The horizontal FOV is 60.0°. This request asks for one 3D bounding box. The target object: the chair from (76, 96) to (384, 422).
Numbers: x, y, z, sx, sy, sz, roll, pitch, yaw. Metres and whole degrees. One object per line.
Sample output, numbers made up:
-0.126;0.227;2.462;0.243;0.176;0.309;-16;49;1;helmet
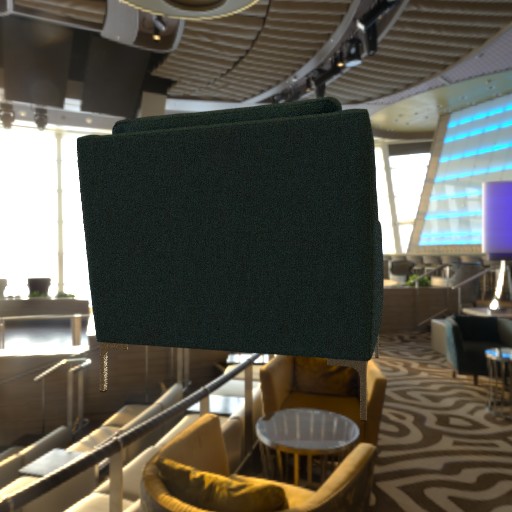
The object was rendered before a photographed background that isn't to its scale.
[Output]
0.000;0.000;1.540;0.847;0.828;0.849;0;0;18;chair
